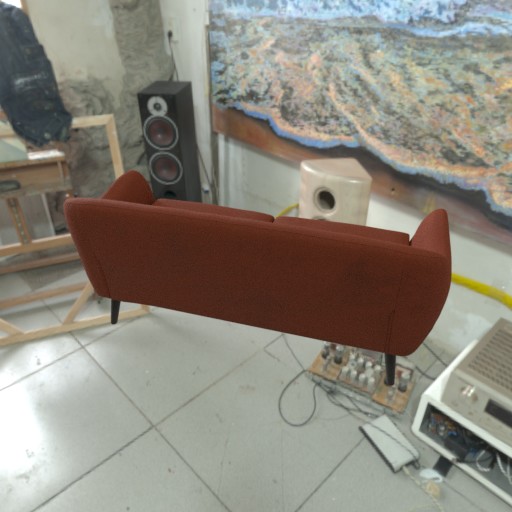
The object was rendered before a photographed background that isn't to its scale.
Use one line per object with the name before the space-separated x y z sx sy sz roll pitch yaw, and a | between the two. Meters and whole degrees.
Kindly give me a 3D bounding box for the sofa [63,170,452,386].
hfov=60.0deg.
sofa | 0.000 0.000 2.284 1.840 0.836 0.820 9 35 14
